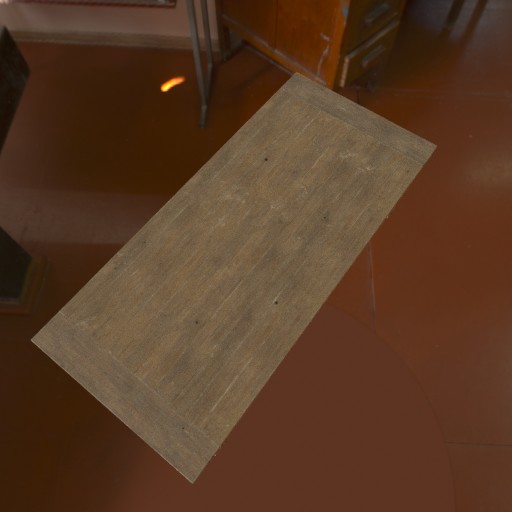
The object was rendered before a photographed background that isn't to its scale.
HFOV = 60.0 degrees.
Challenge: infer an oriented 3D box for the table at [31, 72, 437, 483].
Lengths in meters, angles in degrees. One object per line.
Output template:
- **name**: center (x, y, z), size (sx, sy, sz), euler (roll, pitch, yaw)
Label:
- **table**: center (0.000, 0.000, 2.125), size (0.820, 0.465, 1.800), euler (34, 69, 15)
